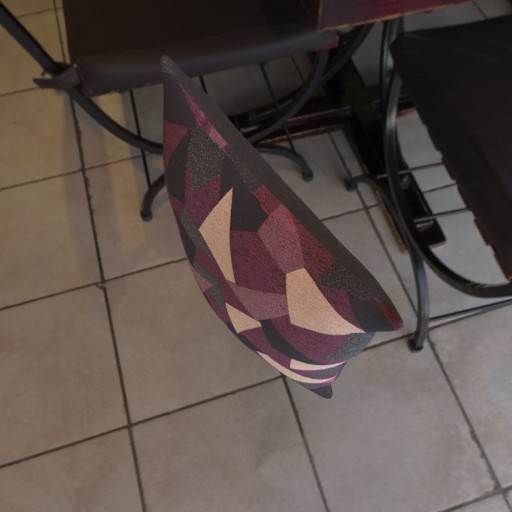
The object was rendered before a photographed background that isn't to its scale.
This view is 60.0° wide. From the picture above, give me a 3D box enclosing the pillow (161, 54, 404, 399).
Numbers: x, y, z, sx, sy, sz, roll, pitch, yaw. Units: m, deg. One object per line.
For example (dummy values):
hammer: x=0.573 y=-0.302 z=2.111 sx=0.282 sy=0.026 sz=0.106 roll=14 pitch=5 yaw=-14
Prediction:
pillow: x=0.000 y=0.000 z=0.762 sx=0.208 sy=0.496 sz=0.503 roll=-33 pitch=69 yaw=-15
